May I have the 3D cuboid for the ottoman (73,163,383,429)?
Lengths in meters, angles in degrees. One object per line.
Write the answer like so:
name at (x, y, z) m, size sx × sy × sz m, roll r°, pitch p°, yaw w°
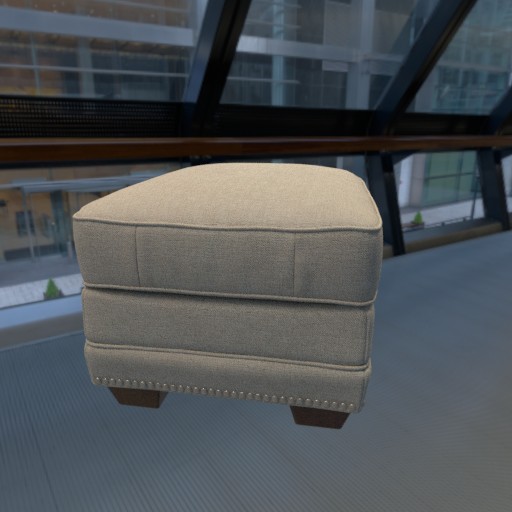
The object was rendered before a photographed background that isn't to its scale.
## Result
ottoman at (0.000, 0.000, 1.147) m, size 0.559 × 0.458 × 0.813 m, roll 3°, pitch 17°, yaw 10°
